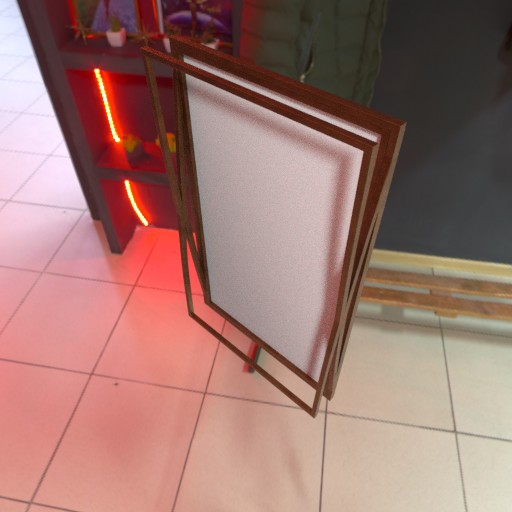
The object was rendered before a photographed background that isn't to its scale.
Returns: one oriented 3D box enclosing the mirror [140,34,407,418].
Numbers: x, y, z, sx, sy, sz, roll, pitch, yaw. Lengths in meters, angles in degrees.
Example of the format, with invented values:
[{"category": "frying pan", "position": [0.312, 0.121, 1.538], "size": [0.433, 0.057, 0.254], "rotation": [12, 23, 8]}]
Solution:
[{"category": "mirror", "position": [0.000, 0.000, 0.947], "size": [0.468, 0.768, 0.082], "rotation": [33, 54, 28]}]
